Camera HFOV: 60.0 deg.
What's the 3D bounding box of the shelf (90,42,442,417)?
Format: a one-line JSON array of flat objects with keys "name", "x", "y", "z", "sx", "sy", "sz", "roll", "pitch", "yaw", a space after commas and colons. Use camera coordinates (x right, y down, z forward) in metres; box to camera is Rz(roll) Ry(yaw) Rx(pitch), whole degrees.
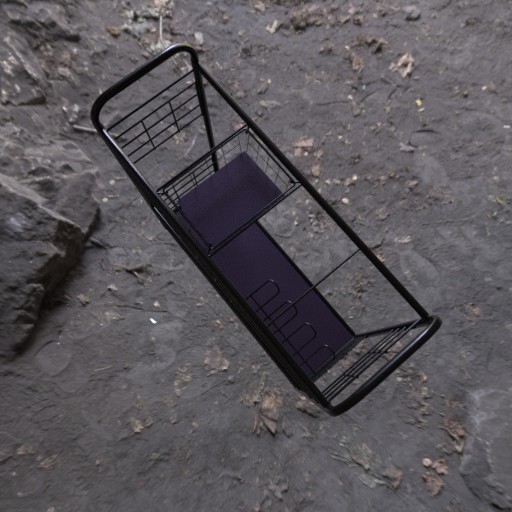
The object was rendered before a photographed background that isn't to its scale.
[{"name": "shelf", "x": 0.000, "y": 0.000, "z": 1.536, "sx": 0.350, "sy": 1.026, "sz": 0.961, "roll": -39, "pitch": 80, "yaw": -8}]
